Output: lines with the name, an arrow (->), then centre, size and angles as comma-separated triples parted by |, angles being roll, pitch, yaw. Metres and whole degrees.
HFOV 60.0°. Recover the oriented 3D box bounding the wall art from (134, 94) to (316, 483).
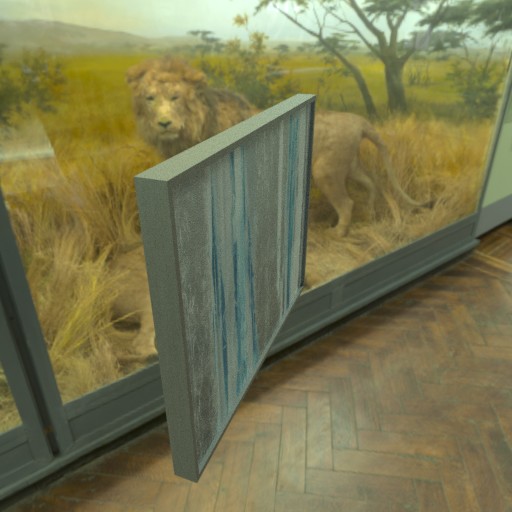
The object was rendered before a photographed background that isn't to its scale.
wall art -> 0.000, 0.000, 0.760 | 0.037, 0.450, 0.557 | 11, 30, 19
